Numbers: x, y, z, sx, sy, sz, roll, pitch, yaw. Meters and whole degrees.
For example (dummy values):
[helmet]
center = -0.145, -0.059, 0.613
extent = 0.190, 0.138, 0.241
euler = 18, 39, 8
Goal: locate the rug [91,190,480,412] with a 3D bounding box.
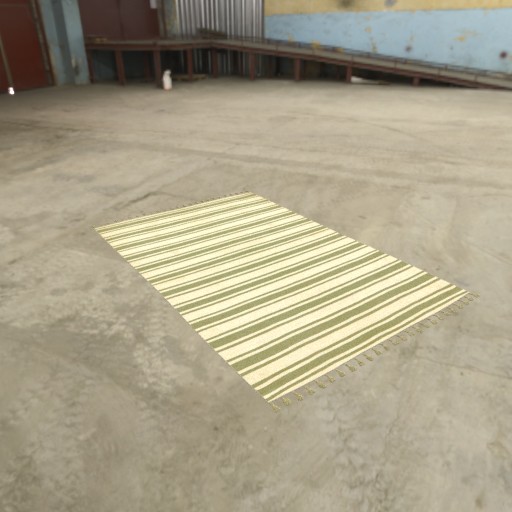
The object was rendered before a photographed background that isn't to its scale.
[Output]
[rug]
center = 0.000, 0.000, 3.089
extent = 1.540, 0.018, 2.435
euler = -18, 32, -31
